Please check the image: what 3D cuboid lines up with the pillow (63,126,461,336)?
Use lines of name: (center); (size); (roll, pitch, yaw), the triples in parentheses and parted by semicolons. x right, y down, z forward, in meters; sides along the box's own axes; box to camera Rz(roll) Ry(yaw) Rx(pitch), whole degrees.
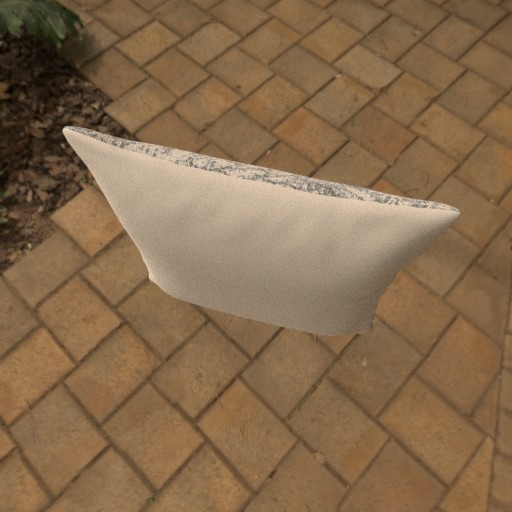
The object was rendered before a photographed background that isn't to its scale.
pillow: (0.000, 0.000, 0.782); (0.523, 0.510, 0.166); (13, 64, 6)
